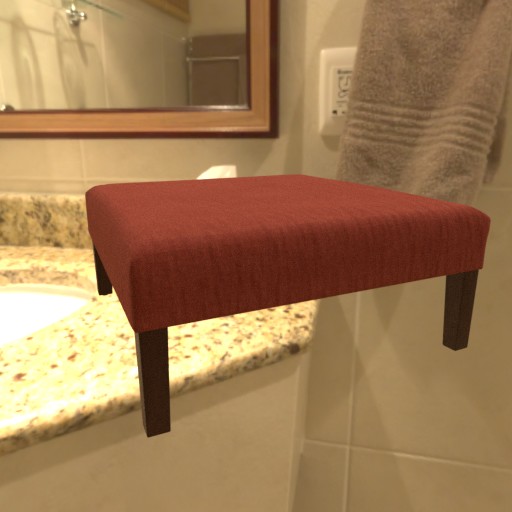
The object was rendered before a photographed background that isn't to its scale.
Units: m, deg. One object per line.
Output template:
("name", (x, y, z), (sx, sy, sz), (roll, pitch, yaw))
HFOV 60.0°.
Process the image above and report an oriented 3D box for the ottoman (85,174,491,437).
("ottoman", (0.000, 0.000, 1.356), (0.889, 0.411, 0.890), (-7, 18, -24))
